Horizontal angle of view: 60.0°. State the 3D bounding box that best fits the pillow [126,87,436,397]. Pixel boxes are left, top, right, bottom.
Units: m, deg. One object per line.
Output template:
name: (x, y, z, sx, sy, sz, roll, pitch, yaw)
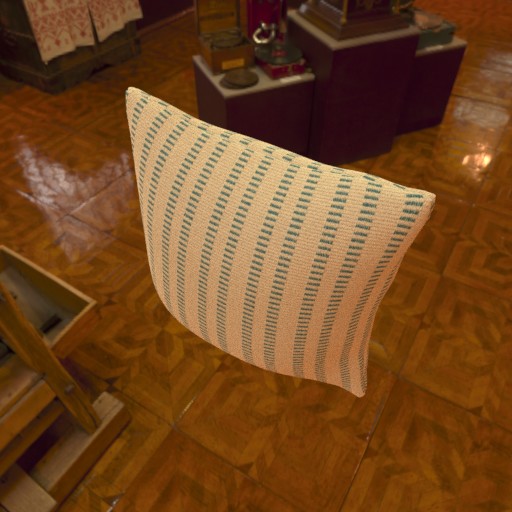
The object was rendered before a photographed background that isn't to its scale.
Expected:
pillow: (0.000, 0.000, 0.674, 0.438, 0.419, 0.247, 26, 51, 23)
